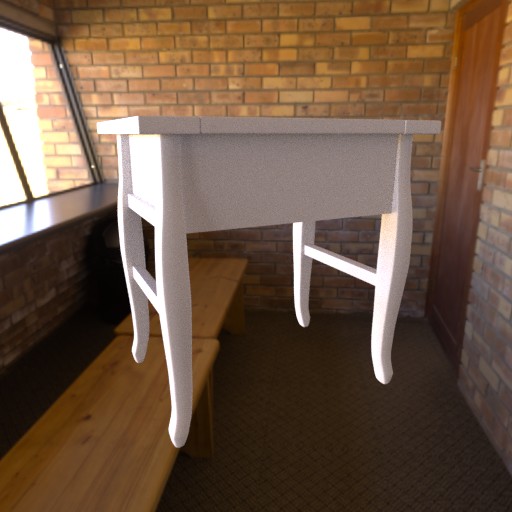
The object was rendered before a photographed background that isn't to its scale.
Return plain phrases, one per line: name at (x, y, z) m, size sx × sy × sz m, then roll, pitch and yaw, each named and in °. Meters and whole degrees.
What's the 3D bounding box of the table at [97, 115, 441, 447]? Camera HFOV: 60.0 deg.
table at (0.000, 0.000, 1.037) m, size 0.599 × 0.605 × 0.463 m, roll -7°, pitch 17°, yaw -25°
